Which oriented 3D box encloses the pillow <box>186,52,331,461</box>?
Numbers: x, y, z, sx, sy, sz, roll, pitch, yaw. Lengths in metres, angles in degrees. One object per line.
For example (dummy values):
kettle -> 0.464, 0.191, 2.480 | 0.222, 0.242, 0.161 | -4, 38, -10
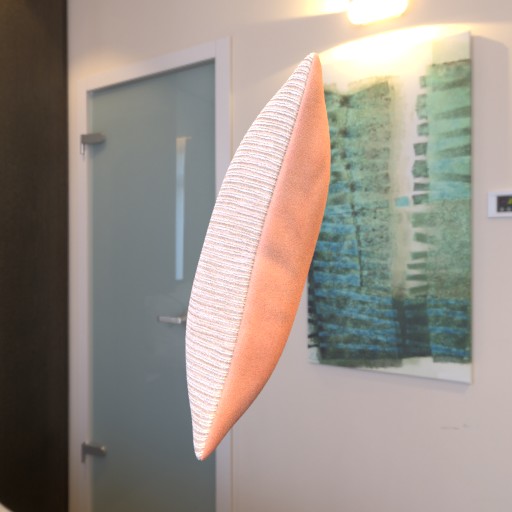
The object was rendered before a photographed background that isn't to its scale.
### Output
pillow -> 0.000, 0.000, 0.642 | 0.177, 0.401, 0.424 | 0, 0, 0
